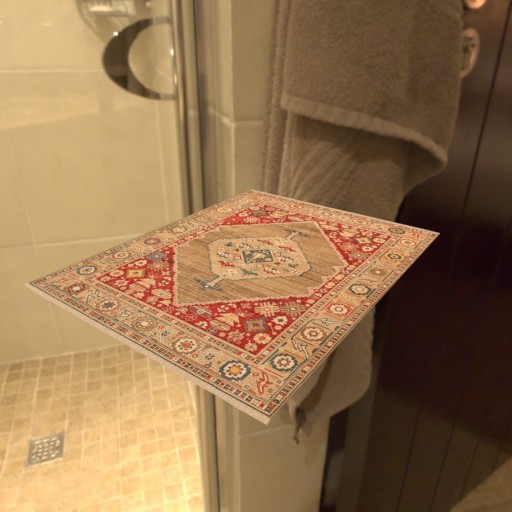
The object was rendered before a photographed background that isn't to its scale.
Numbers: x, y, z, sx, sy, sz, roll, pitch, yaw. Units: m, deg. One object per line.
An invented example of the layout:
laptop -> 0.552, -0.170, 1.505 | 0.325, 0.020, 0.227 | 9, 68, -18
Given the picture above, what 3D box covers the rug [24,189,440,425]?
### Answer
rug -> 0.000, 0.000, 4.117 | 2.451, 0.008, 3.143 | 18, 32, 32
